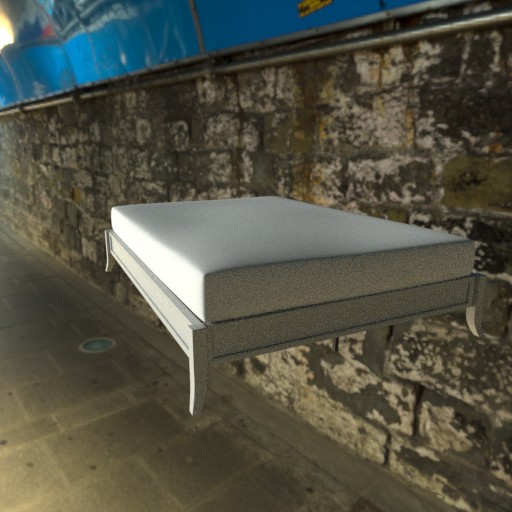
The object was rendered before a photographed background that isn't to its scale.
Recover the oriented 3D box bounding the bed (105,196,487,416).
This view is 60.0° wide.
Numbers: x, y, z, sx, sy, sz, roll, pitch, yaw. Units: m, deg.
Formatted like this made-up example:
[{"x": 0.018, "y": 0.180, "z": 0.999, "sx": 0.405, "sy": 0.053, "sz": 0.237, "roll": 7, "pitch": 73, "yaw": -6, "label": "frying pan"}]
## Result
[{"x": 0.000, "y": 0.000, "z": 2.613, "sx": 1.460, "sy": 0.510, "sz": 1.985, "roll": -7, "pitch": 16, "yaw": -25, "label": "bed"}]
